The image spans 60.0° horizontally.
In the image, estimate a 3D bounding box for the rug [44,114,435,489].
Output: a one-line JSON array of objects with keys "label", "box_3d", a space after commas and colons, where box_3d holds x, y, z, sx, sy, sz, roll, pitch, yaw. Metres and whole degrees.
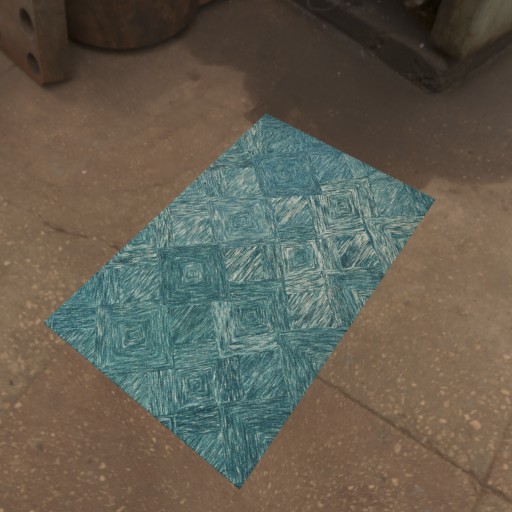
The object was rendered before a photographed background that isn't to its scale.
[{"label": "rug", "box_3d": [0.000, 0.000, 2.905, 1.490, 0.015, 2.277, 32, 64, 18]}]
